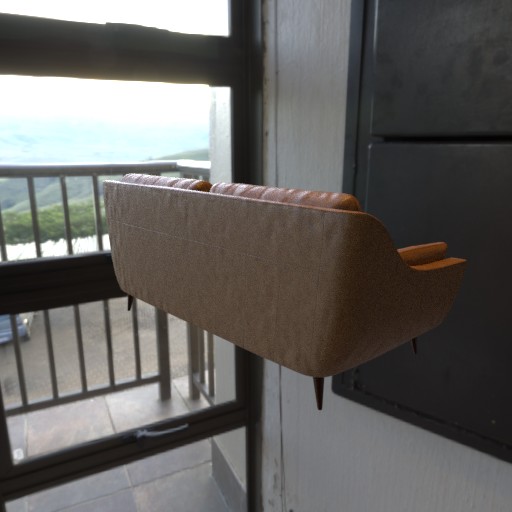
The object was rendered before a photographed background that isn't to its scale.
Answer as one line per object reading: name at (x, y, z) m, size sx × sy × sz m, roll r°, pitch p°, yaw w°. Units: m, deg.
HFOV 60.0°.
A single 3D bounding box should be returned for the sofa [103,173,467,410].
sofa at (0.000, 0.000, 2.408) m, size 0.904 × 0.839 × 1.902 m, roll -14°, pitch 20°, yaw -43°
